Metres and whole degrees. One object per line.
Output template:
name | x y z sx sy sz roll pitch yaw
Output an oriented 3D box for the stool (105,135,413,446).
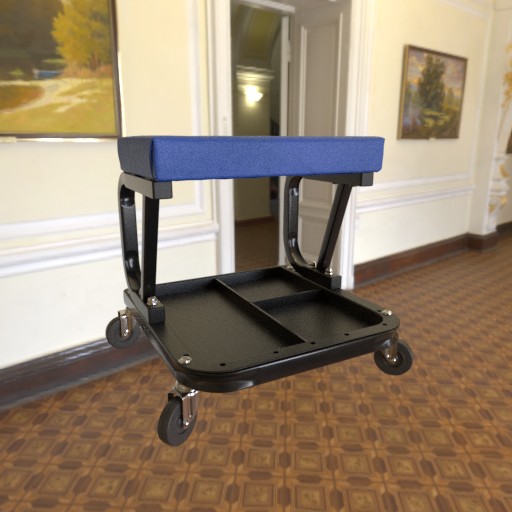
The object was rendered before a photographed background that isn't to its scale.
stool | 0.000 0.000 0.727 0.446 0.380 0.371 -8 17 -27
